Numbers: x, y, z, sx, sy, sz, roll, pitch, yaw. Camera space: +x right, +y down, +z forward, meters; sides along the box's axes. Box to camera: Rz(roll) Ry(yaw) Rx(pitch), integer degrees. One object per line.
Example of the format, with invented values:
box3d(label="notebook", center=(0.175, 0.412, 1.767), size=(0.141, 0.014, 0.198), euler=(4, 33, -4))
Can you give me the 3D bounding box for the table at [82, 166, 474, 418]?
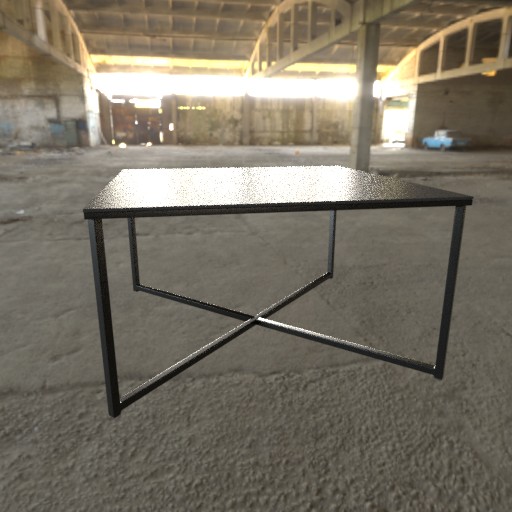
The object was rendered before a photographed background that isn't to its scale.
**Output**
box3d(label="table", center=(0.000, 0.000, 1.319), size=(0.800, 0.450, 0.800), euler=(-3, 17, -11))
